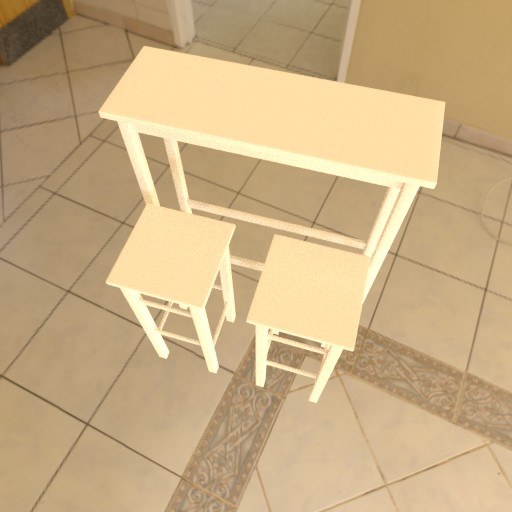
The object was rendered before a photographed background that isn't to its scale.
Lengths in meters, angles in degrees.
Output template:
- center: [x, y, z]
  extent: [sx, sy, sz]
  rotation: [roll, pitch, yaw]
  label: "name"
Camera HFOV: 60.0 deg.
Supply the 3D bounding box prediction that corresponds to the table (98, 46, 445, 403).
- center: [0.000, 0.000, 1.601]
  extent: [0.915, 1.065, 0.650]
  rotation: [14, 60, 8]
  label: "table"
